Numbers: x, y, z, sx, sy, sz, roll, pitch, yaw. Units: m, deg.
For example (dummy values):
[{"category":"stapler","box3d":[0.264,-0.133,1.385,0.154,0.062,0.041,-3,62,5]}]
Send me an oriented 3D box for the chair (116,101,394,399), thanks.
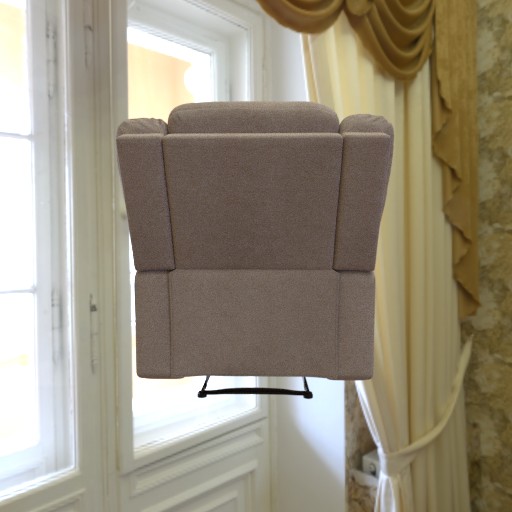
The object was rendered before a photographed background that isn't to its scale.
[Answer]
[{"category":"chair","box3d":[0.000,0.000,1.749,0.899,1.008,0.944,0,2,1]}]
